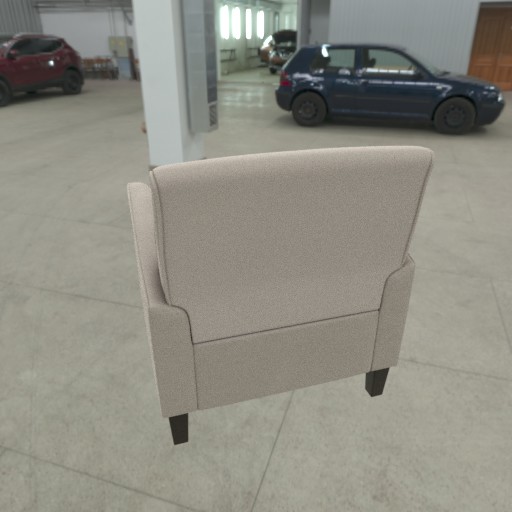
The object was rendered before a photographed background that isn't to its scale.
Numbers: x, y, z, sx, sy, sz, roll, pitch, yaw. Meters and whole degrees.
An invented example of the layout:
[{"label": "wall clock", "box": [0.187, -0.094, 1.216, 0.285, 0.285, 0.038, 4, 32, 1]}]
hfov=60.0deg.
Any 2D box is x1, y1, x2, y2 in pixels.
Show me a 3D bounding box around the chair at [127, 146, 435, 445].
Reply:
[{"label": "chair", "box": [0.000, 0.000, 1.585, 0.820, 0.915, 0.820, -8, 28, -15]}]
